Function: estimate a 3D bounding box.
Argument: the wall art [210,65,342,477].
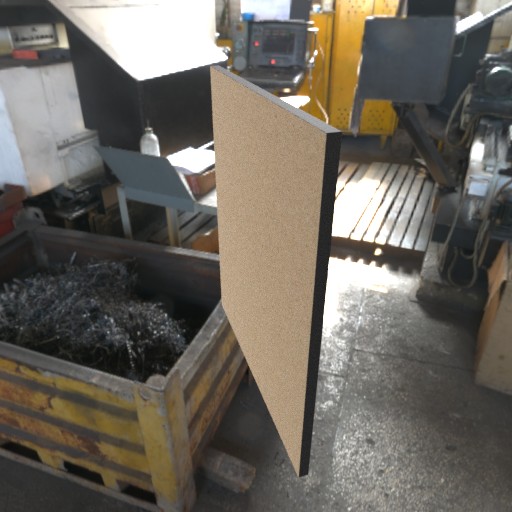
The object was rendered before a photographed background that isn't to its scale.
[{"bbox_3d":[0.000,0.000,1.203,0.028,0.863,0.755,-10,32,-16],"label":"wall art"}]
